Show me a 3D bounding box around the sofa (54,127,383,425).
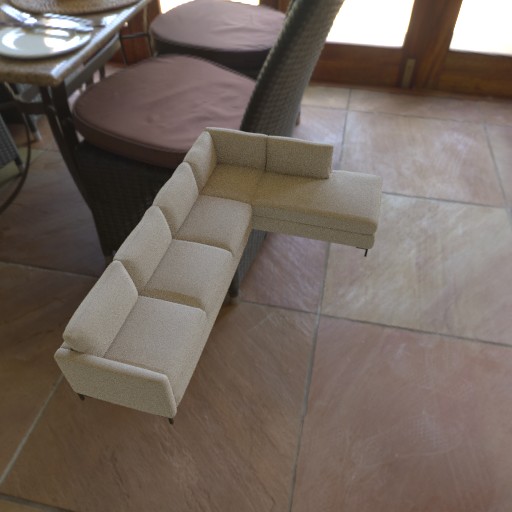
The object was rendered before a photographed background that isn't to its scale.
[{"bbox_3d":[0.000,0.000,3.859,2.007,0.815,2.949,11,46,11],"label":"sofa"}]
